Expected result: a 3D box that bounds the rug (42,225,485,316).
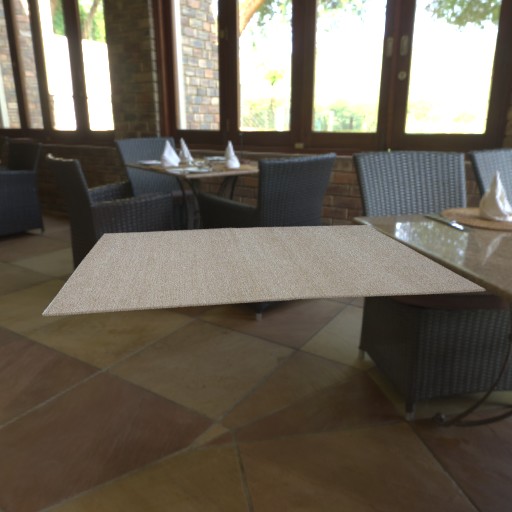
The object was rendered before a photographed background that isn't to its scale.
[{"bbox_3d":[0.000,0.000,3.779,2.869,0.038,2.032,-2,17,-8],"label":"rug"}]
